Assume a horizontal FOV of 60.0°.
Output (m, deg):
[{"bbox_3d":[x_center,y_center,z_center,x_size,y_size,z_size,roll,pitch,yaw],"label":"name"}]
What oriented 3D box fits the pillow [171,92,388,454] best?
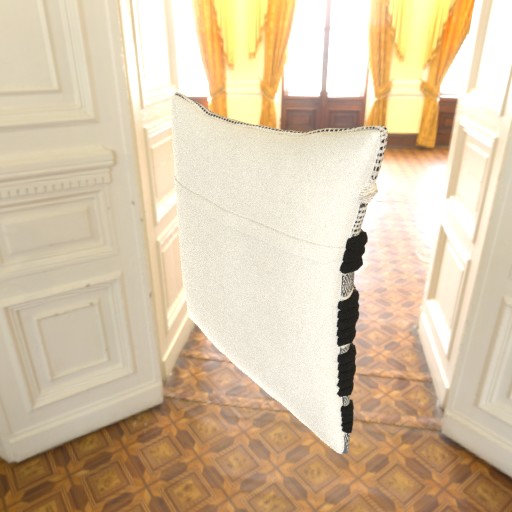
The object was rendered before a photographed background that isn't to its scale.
[{"bbox_3d":[0.000,0.000,0.671,0.156,0.438,0.436,-18,31,-33],"label":"pillow"}]
